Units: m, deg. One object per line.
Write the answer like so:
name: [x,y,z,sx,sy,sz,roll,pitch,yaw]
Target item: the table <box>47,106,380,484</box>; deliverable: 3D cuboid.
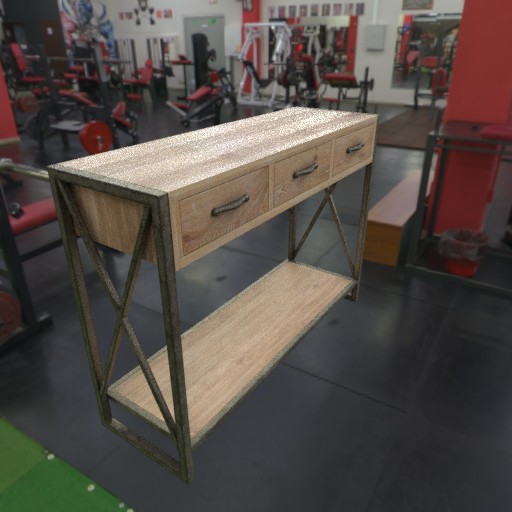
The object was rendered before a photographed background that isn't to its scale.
table: [0.000,0.000,1.416,0.361,0.763,1.059,17,31,31]
